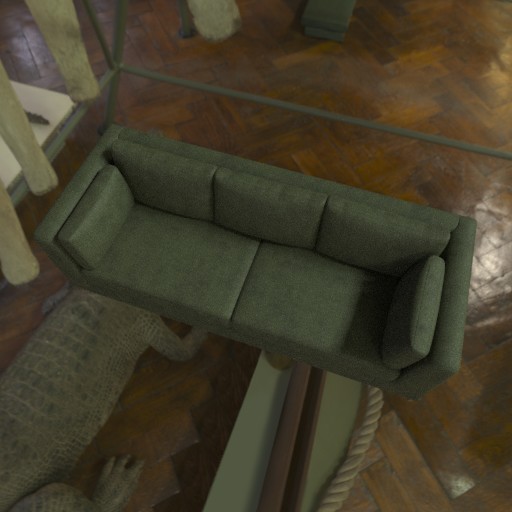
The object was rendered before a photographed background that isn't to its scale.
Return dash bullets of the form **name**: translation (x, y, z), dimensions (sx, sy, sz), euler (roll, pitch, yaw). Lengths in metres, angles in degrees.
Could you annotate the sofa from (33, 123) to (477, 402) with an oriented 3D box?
- **sofa**: translation (0.000, 0.000, 2.831), dimensions (2.415, 0.867, 0.969), euler (17, 62, 9)
